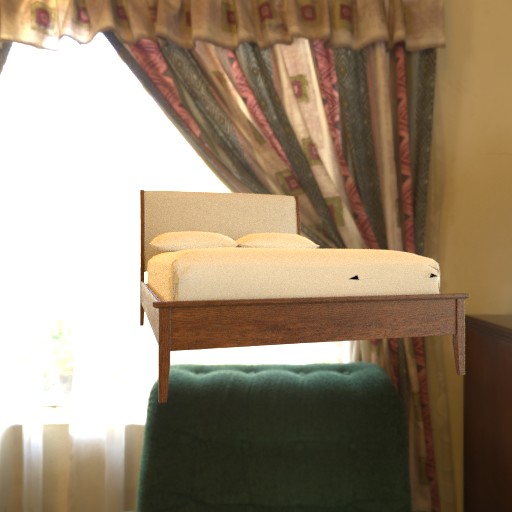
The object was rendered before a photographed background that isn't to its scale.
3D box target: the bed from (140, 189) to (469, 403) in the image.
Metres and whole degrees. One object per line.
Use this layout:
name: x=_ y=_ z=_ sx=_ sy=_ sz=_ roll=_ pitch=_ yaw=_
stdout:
bed: x=0.000 y=0.000 z=3.224 sx=1.612 sy=1.250 sz=2.380 roll=0 pitch=0 yaw=-17
